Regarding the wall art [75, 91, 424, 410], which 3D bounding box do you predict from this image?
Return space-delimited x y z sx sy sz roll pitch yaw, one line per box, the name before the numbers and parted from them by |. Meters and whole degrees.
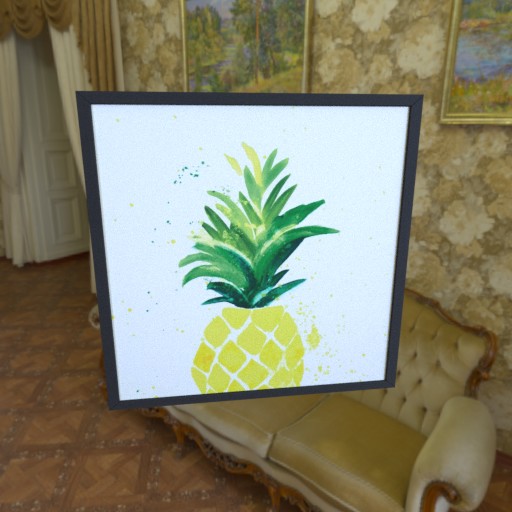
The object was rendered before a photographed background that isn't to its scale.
wall art | 0.000 0.000 0.442 0.305 0.304 0.033 -2 16 -8
